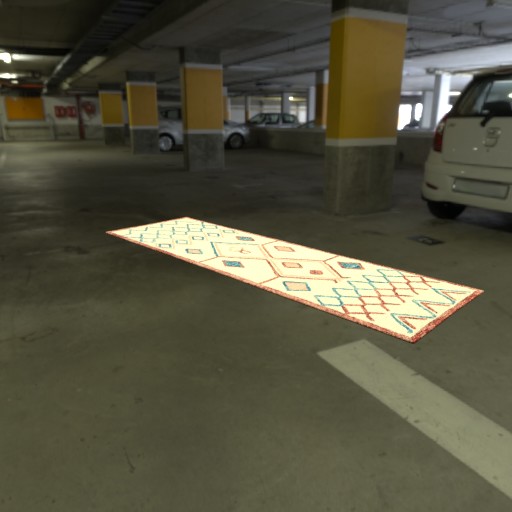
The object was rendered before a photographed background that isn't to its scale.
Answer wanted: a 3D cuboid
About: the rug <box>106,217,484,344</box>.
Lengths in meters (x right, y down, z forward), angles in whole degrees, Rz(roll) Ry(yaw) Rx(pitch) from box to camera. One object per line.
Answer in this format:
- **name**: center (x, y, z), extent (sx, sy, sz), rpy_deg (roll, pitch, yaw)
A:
- **rug**: center (0.000, 0.000, 2.754), extent (2.435, 0.011, 0.750), rpy_deg (16, 24, 42)
